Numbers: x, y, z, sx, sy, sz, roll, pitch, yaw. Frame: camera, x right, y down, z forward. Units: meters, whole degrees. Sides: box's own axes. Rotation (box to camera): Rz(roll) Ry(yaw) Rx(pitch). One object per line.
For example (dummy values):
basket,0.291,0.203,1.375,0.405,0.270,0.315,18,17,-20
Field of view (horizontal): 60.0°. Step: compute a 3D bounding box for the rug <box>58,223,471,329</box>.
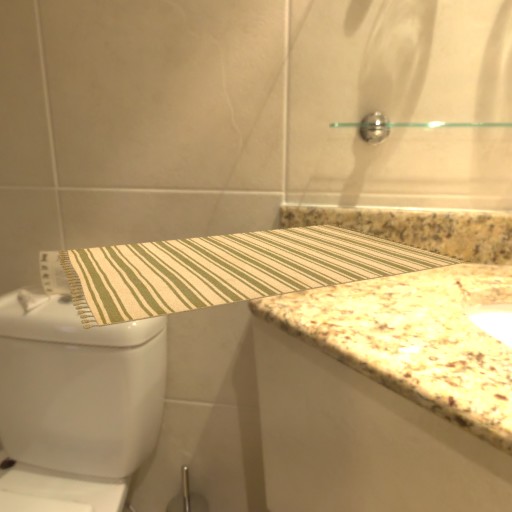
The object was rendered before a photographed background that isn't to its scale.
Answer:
rug,0.000,0.000,3.051,2.435,0.018,1.540,-7,16,-26
